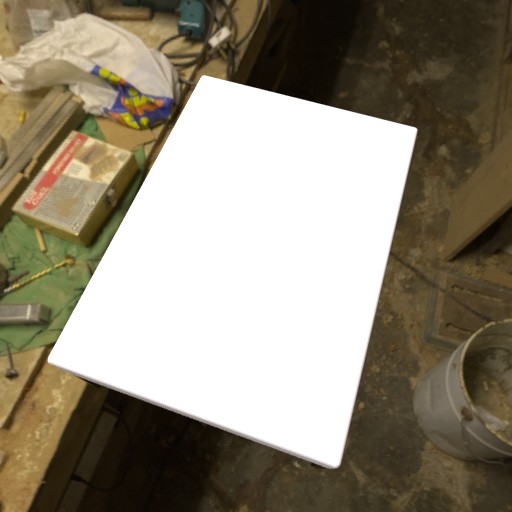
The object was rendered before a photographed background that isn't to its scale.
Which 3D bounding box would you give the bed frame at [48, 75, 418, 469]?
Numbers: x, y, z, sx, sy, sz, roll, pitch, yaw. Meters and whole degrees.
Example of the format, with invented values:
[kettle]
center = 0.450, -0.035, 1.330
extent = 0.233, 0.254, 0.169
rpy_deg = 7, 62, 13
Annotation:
[bed frame]
center = 0.000, 0.000, 2.643
extent = 1.408, 0.659, 1.956
rpy_deg = 17, 65, 8
